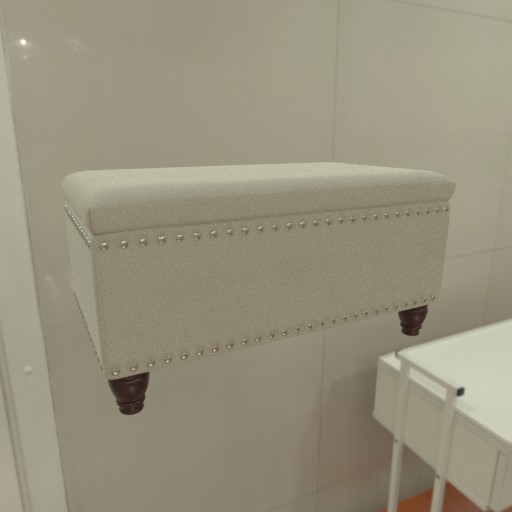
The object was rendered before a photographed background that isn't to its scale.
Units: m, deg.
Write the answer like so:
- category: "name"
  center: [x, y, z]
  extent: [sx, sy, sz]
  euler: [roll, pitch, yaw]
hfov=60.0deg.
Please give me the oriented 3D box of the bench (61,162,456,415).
- category: "bench"
  center: [0.000, 0.000, 1.182]
  extent: [0.887, 0.449, 0.500]
  euler: [-8, 17, -26]
